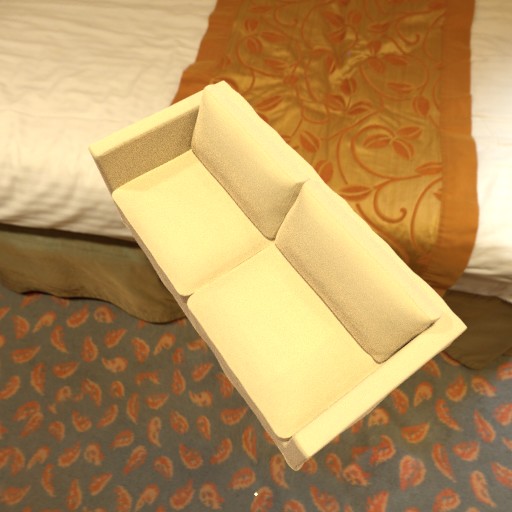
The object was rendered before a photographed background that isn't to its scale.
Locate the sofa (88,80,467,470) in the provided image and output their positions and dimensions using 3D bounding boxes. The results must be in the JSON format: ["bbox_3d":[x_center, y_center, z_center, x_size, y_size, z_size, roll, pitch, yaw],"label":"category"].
[{"bbox_3d":[0.000,0.000,2.471,0.940,0.870,1.987,-32,66,-16],"label":"sofa"}]
